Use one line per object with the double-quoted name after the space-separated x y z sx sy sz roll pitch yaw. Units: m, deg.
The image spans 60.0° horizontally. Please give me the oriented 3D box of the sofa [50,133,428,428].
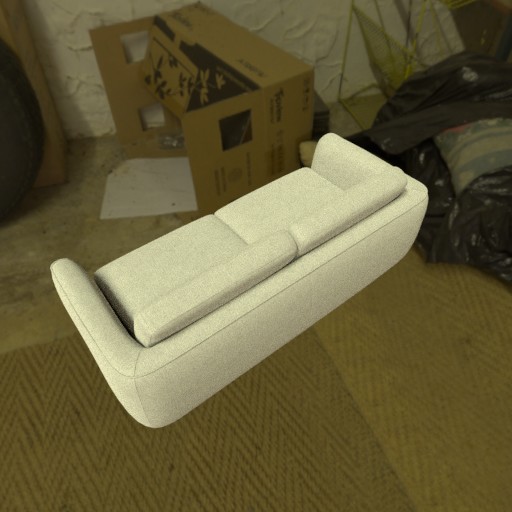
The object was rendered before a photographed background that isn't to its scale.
0.000 0.000 2.513 2.000 0.850 0.920 -30 54 -25 "sofa"
